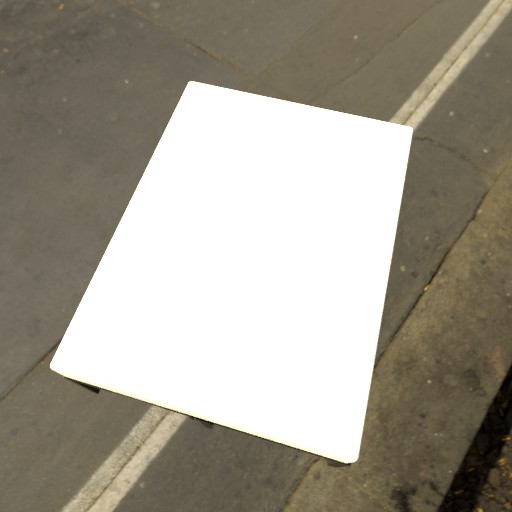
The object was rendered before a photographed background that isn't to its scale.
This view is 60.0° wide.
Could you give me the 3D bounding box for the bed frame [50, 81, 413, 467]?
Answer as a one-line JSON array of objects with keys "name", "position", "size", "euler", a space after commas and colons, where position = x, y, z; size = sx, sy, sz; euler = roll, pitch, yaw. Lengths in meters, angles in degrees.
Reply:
[{"name": "bed frame", "position": [0.000, 0.000, 2.800], "size": [1.557, 0.659, 2.072], "euler": [14, 64, 7]}]
